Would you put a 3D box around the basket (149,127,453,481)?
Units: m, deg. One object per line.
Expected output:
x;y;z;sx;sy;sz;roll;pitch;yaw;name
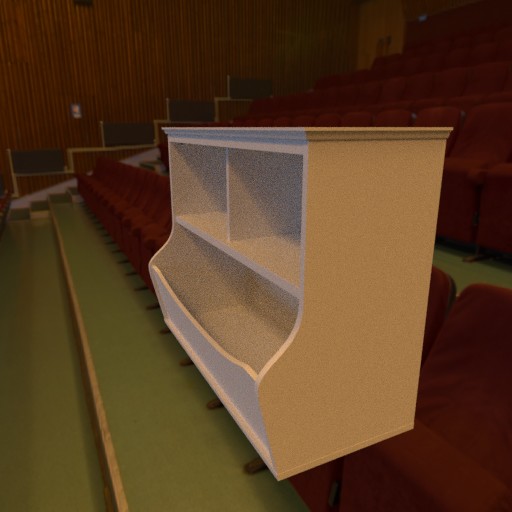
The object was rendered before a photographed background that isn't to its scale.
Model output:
0.000;0.000;1.122;0.376;0.625;0.792;-8;18;-25;basket
